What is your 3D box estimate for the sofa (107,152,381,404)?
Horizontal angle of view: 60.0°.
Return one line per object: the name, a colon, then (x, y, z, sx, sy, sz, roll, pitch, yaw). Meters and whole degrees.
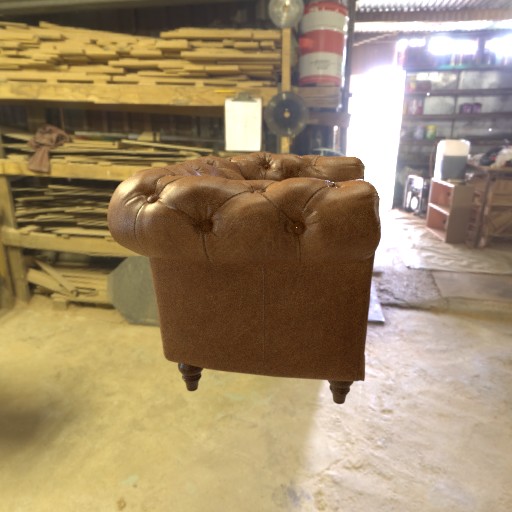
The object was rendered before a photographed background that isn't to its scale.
sofa: (0.000, 0.000, 2.070, 1.033, 0.878, 1.405, 3, 17, 10)
